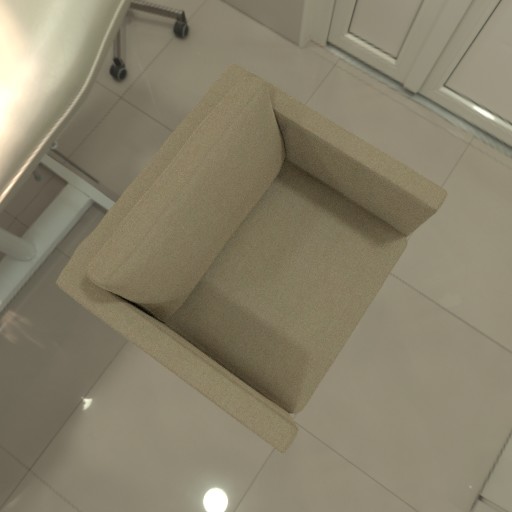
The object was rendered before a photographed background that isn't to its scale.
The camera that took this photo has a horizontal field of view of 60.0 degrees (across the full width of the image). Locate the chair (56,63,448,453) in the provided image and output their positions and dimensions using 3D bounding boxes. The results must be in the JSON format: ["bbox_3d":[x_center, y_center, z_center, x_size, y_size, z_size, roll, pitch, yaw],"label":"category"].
[{"bbox_3d":[0.000,0.000,1.744,0.949,0.863,1.057,34,79,8],"label":"chair"}]
